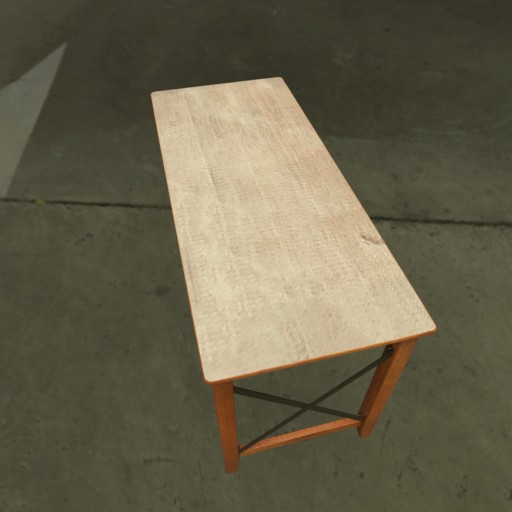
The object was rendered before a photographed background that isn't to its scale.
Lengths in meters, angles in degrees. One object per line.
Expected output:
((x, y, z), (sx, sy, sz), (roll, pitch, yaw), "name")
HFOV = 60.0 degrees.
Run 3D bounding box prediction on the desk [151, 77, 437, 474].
((0.000, 0.000, 1.743), (0.574, 0.756, 1.353), (-11, 49, -9), "desk")
